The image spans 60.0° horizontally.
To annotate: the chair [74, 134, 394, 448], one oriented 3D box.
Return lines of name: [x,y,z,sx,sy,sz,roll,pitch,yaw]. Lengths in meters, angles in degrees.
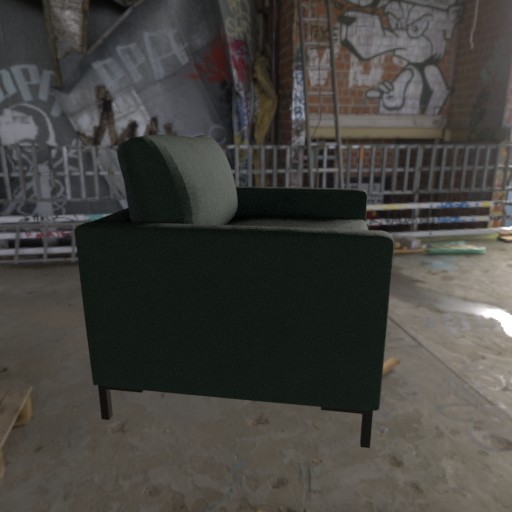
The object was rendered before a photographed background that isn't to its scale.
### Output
chair: [0.000,0.000,1.626,0.866,0.861,0.963,3,16,9]
